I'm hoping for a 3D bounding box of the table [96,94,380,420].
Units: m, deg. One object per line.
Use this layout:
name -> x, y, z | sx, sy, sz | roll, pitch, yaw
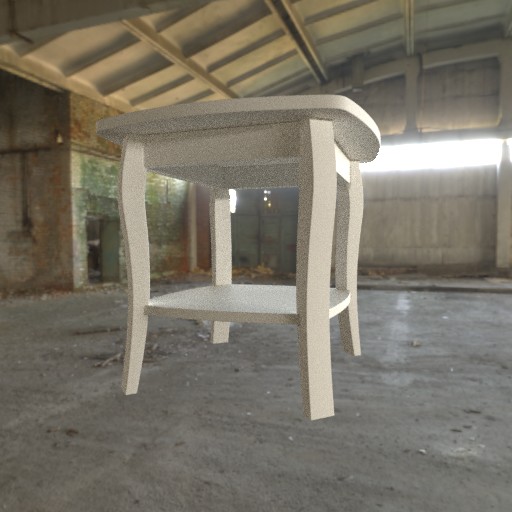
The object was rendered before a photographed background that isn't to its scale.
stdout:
table -> 0.000, 0.000, 0.848 | 0.451, 0.438, 0.502 | 1, 2, 19
